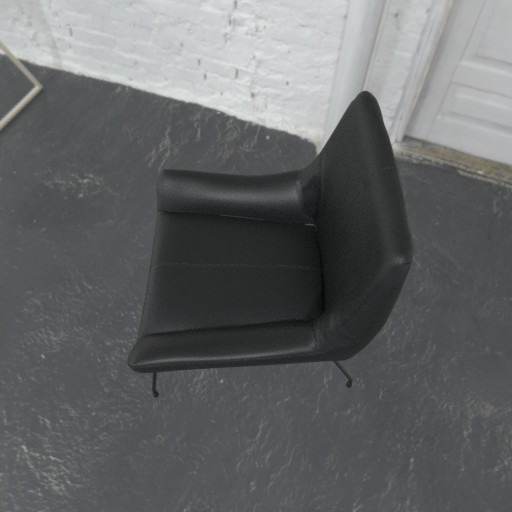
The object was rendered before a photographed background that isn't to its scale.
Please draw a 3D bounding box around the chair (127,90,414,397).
[{"bbox_3d":[0.000,0.000,1.589,0.826,0.922,0.836,0,56,0],"label":"chair"}]
